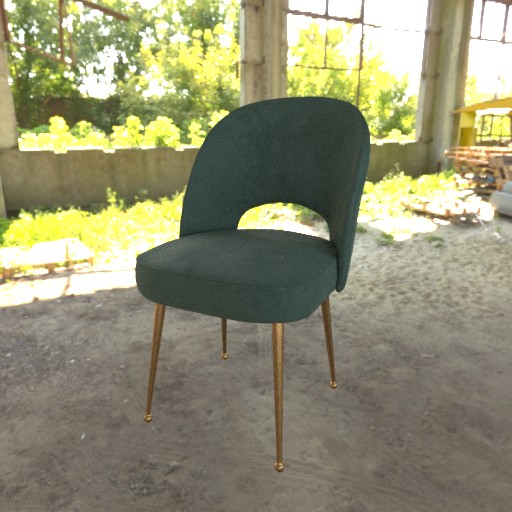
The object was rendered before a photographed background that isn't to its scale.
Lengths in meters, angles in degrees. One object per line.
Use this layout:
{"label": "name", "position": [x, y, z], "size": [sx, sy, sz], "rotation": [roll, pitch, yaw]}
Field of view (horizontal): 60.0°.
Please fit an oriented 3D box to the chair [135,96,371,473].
{"label": "chair", "position": [0.000, 0.000, 1.209], "size": [0.527, 0.860, 0.577], "rotation": [8, 17, 27]}
